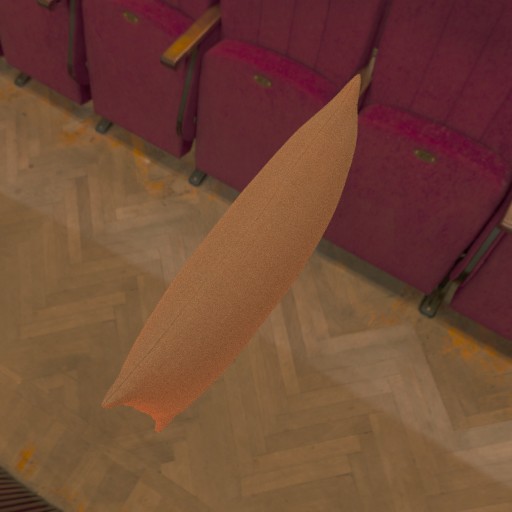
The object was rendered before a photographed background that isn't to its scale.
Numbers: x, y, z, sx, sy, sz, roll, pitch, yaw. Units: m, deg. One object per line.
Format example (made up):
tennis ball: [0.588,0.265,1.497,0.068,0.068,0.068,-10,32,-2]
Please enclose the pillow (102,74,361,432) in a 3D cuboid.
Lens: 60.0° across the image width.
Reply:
pillow: [0.000,0.000,0.723,0.148,0.308,0.612,30,68,14]
